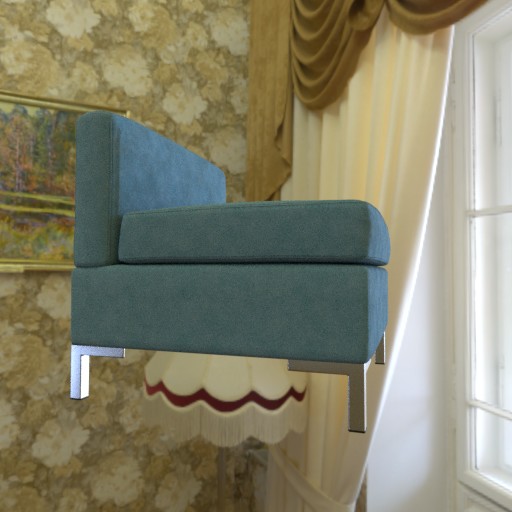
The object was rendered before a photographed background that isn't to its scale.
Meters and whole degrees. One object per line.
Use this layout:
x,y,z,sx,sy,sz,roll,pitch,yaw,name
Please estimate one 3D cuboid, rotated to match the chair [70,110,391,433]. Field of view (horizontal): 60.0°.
0.000,0.000,1.204,0.685,0.660,0.684,-1,-2,19,chair
